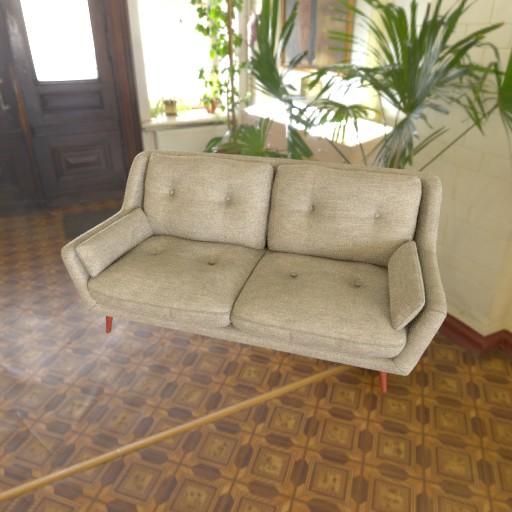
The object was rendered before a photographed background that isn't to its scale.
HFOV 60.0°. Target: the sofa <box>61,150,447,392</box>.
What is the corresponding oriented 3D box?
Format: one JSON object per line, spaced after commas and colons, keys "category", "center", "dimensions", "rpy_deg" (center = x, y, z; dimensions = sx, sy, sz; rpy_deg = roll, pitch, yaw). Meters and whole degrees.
{"category": "sofa", "center": [0.000, 0.000, 2.487], "dimensions": [1.930, 0.897, 0.976], "rpy_deg": [8, 28, 16]}
